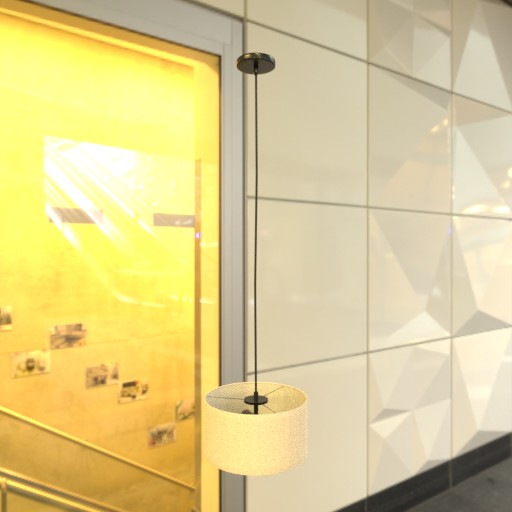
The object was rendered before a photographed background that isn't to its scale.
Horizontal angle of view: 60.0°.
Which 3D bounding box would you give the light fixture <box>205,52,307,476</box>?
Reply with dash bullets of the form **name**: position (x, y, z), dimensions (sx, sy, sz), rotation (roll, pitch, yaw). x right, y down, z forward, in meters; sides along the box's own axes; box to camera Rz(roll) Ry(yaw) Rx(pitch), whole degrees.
- **light fixture**: position (0.000, 0.000, 1.726), dimensions (0.399, 1.516, 0.399), rotation (0, 0, 0)
